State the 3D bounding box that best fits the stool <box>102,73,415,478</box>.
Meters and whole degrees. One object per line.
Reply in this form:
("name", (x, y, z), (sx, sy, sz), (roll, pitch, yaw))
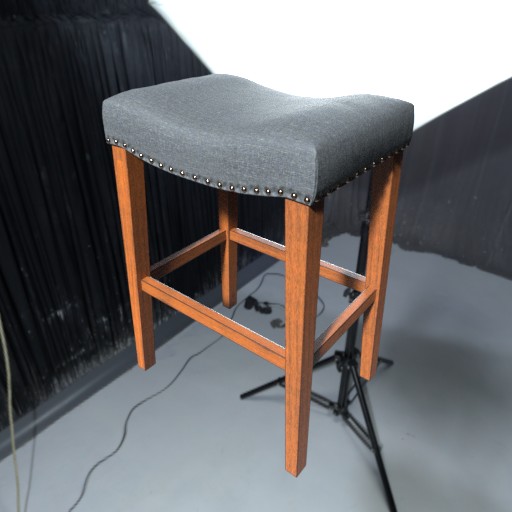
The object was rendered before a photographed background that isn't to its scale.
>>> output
("stool", (0.000, 0.000, 0.856), (0.439, 0.612, 0.320), (22, 38, 32))
